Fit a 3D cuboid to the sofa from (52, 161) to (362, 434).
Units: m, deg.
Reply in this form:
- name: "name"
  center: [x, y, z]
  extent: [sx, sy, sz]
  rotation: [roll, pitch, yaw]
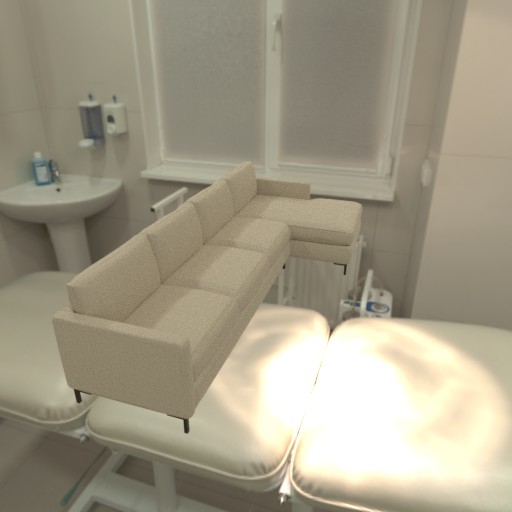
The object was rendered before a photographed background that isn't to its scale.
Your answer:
- name: "sofa"
  center: [0.000, 0.000, 3.230]
  extent: [1.258, 0.755, 2.731]
  rotation: [8, 27, 17]
